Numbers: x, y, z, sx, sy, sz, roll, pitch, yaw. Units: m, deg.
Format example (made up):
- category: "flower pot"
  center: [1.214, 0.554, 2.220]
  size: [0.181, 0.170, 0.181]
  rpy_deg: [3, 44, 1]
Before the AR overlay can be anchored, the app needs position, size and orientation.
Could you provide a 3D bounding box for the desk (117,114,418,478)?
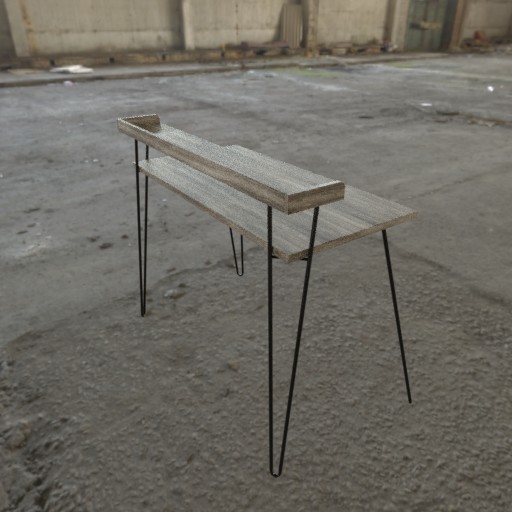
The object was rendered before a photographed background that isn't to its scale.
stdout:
- category: "desk"
  center: [0.000, 0.000, 1.649]
  size: [0.605, 0.899, 1.135]
  rpy_deg: [-18, 33, -31]
